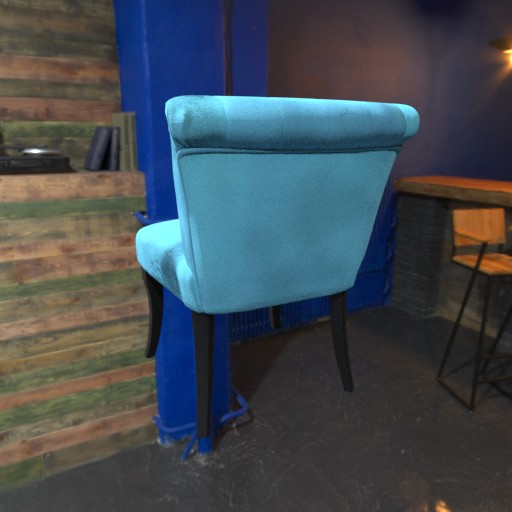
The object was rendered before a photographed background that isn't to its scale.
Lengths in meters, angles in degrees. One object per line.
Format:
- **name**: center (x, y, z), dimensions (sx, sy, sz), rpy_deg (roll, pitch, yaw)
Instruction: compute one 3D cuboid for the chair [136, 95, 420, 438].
- **chair**: center (0.000, 0.000, 1.171), dimensions (0.582, 0.750, 0.605), rpy_deg (-8, 17, -26)
